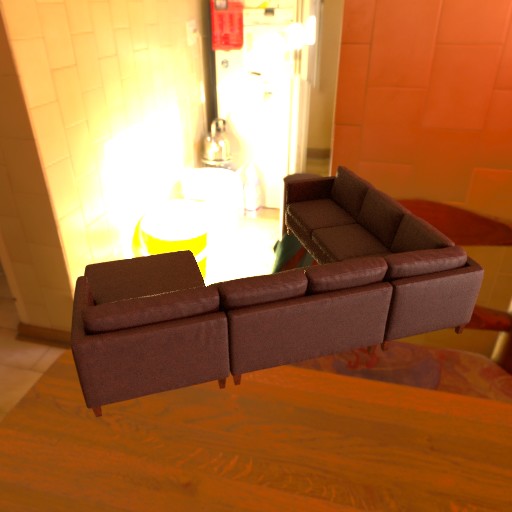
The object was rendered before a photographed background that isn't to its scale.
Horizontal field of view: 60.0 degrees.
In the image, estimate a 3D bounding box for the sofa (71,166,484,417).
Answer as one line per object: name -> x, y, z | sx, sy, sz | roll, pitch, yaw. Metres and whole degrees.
sofa -> 0.000, 0.000, 4.621 | 3.460, 0.923, 2.593 | -9, 31, -15
